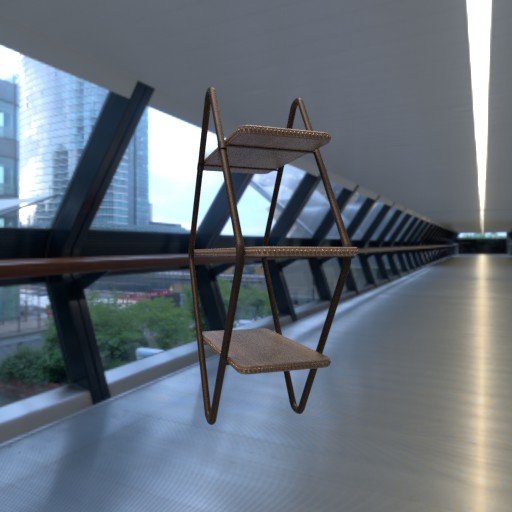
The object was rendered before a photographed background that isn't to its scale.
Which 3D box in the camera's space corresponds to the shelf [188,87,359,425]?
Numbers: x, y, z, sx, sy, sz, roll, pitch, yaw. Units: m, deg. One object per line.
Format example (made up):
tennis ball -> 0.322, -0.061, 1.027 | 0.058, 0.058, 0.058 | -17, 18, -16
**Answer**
shelf -> 0.000, 0.000, 1.048 | 0.234, 0.774, 0.609 | 0, 0, -19
